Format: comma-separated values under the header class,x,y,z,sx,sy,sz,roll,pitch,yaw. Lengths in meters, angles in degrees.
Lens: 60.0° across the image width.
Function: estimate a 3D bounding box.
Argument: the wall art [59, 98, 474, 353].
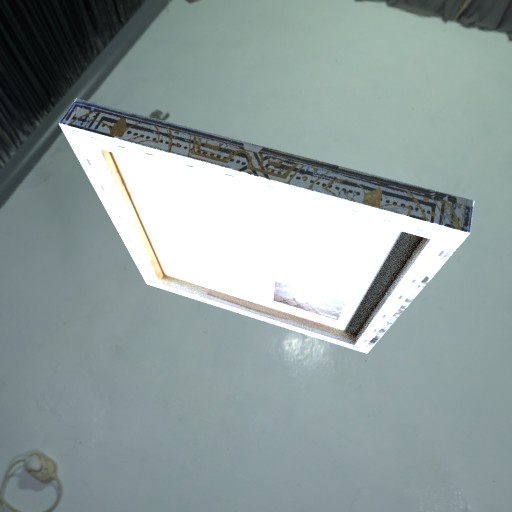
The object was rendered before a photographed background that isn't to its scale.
class,x,y,z,sx,sy,sz,roll,pitch,yaw
wall art,0.000,0.000,0.611,0.411,0.410,0.038,16,64,8
